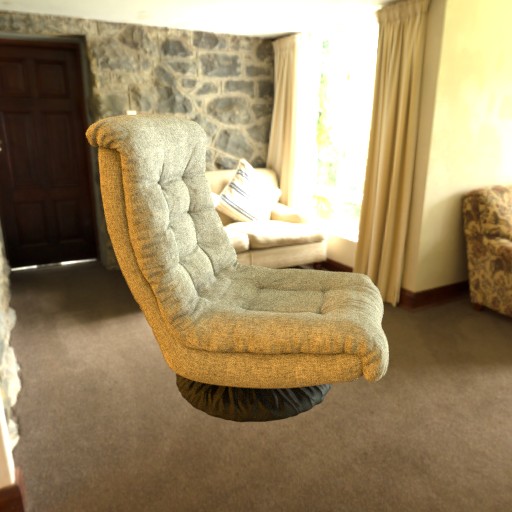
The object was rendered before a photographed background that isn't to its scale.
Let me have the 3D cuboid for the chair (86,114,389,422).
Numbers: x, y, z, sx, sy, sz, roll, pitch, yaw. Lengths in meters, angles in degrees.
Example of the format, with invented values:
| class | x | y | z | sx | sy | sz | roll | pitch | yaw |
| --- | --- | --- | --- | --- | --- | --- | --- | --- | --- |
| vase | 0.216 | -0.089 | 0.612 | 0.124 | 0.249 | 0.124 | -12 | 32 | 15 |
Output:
| class | x | y | z | sx | sy | sz | roll | pitch | yaw |
| --- | --- | --- | --- | --- | --- | --- | --- | --- | --- |
| chair | 0.000 | 0.000 | 0.983 | 0.583 | 0.600 | 0.400 | 3 | 17 | 11 |
